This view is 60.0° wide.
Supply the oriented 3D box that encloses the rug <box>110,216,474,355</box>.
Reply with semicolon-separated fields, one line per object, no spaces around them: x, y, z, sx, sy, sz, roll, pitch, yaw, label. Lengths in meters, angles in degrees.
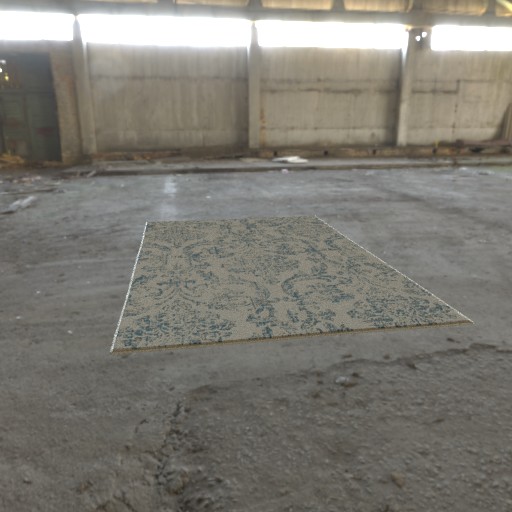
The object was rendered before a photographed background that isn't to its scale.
0.000;0.000;2.290;1.213;0.012;1.831;-3;17;-10;rug
